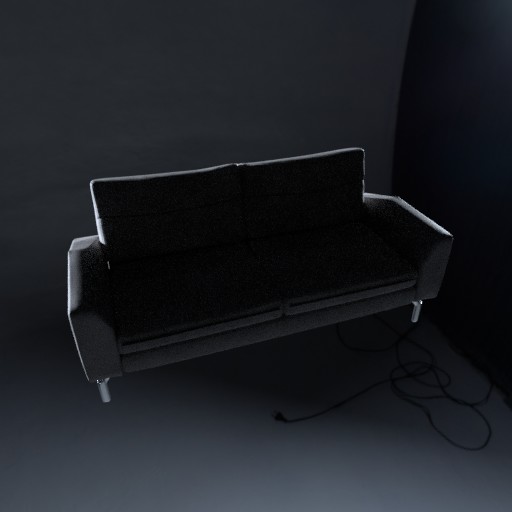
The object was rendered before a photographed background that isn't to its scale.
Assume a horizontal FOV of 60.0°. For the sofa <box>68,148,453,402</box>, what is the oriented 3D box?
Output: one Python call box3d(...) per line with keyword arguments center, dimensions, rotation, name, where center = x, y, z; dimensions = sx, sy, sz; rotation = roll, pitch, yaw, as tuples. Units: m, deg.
box3d(center=(0.000, 0.000, 2.380), dimensions=(1.837, 0.859, 0.849), rotation=(-11, 34, -16), name="sofa")
